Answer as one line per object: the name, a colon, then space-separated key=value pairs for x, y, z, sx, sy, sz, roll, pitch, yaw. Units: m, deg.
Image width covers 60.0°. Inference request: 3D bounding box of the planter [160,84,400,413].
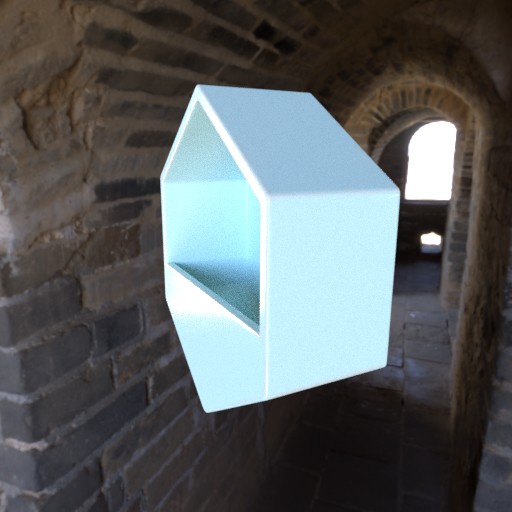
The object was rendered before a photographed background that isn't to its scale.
planter: x=0.000 y=0.000 z=0.290 sx=0.078 sy=0.207 sz=0.169 roll=-7 pitch=15 yaw=-27
